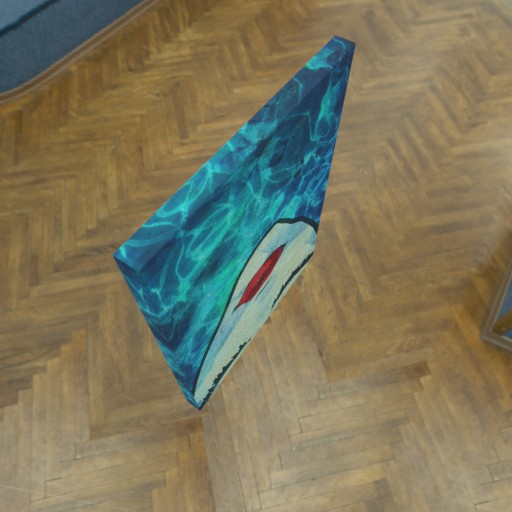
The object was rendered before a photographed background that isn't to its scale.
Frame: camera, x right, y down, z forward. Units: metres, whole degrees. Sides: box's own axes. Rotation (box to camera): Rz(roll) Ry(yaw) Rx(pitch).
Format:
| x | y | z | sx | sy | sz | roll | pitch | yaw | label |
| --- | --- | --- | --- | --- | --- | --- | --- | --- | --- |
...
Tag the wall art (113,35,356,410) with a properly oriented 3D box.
| x | y | z | sx | sy | sz | roll | pitch | yaw | label |
| --- | --- | --- | --- | --- | --- | --- | --- | --- | --- |
| 0.000 | 0.000 | 0.865 | 0.038 | 0.635 | 0.508 | 30 | 63 | 18 | wall art |
